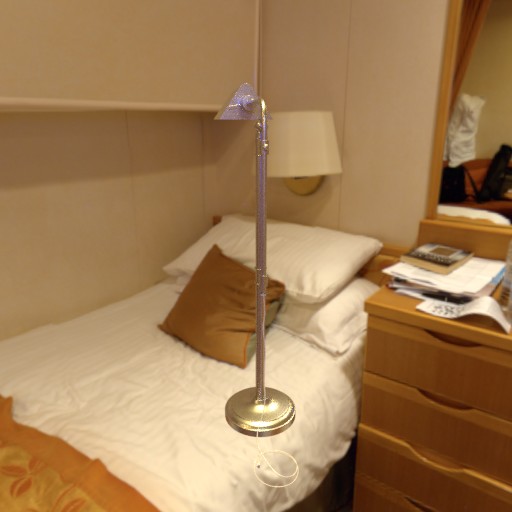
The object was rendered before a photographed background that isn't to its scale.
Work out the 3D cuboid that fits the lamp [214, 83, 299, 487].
[{"bbox_3d":[0.000,0.000,0.951,0.159,0.708,0.546,-3,18,-9],"label":"lamp"}]
